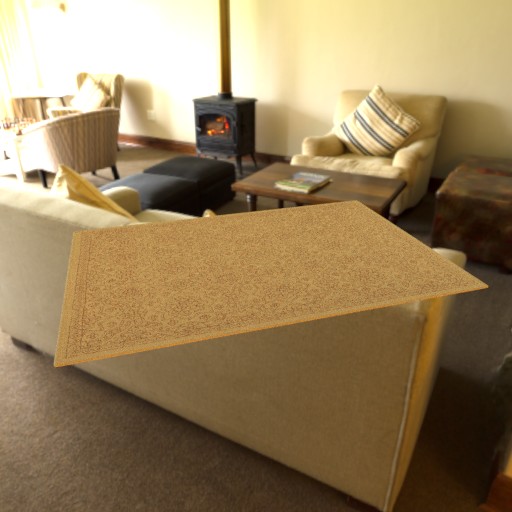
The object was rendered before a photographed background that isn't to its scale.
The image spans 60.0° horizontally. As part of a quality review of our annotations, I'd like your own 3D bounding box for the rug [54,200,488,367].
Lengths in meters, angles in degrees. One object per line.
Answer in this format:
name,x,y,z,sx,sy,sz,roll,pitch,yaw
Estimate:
rug,0.000,0.000,2.280,1.829,0.010,1.219,-8,28,-15
